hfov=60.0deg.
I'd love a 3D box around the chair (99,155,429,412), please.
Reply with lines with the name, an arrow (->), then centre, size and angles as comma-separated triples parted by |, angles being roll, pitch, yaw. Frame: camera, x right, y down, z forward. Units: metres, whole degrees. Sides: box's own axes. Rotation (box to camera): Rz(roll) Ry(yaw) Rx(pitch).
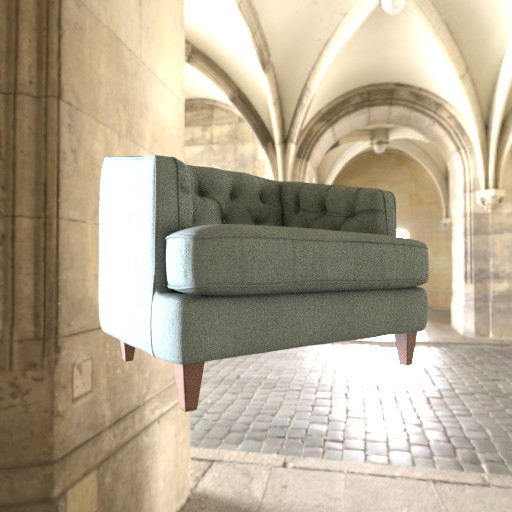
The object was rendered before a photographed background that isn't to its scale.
chair -> 0.000, 0.000, 1.761 | 1.094, 0.852, 0.945 | 1, -2, -35
